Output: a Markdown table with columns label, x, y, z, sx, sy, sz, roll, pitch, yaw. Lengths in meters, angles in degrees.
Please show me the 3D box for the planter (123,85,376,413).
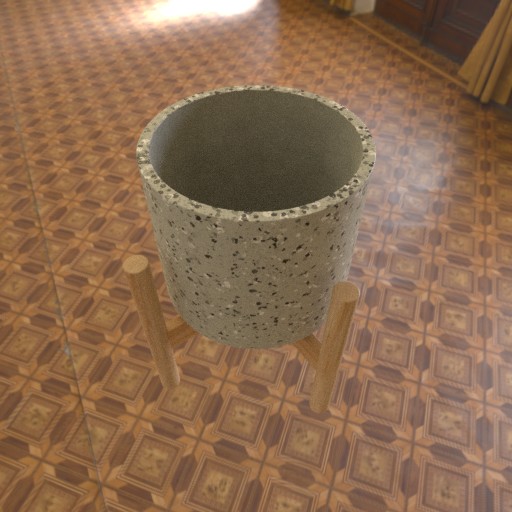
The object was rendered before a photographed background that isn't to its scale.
| label | x | y | z | sx | sy | sz | roll | pitch | yaw |
| --- | --- | --- | --- | --- | --- | --- | --- | --- | --- |
| planter | 0.000 | 0.000 | 0.535 | 0.284 | 0.320 | 0.284 | -10 | 48 | -9 |
